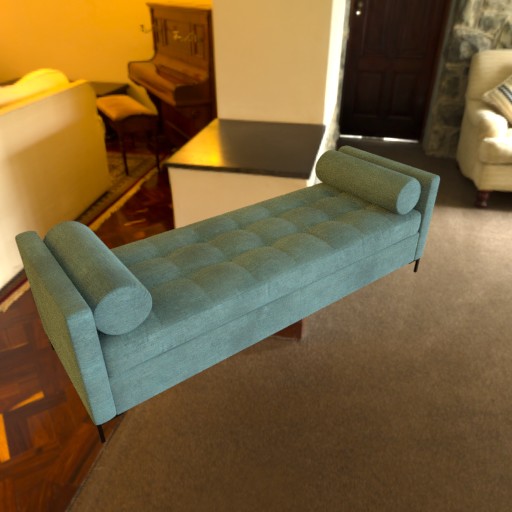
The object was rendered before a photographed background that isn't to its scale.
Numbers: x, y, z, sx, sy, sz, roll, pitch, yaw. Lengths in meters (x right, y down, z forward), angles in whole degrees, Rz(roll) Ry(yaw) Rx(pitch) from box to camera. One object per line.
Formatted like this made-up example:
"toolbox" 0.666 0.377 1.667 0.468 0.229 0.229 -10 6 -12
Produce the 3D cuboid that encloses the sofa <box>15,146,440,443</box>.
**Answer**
"sofa" 0.000 0.000 2.249 1.981 0.635 0.686 -22 37 -31
